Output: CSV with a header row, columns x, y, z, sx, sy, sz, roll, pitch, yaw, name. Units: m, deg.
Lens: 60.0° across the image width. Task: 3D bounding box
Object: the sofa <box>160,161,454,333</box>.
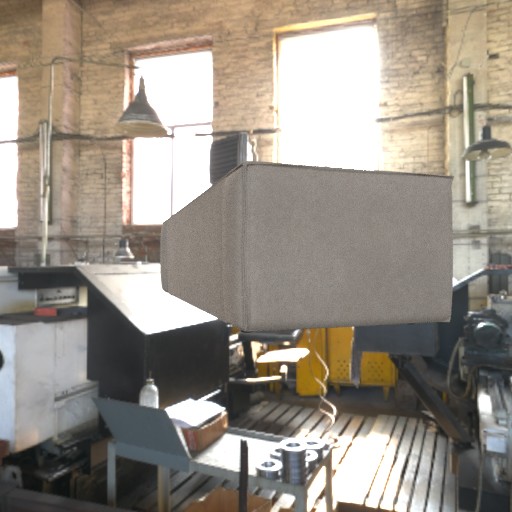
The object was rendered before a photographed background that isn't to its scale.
x,y,z,sx,sy,sz,roll,pitch,yaw,name
0.000,0.000,3.050,1.038,0.680,2.697,0,-1,-18,sofa
